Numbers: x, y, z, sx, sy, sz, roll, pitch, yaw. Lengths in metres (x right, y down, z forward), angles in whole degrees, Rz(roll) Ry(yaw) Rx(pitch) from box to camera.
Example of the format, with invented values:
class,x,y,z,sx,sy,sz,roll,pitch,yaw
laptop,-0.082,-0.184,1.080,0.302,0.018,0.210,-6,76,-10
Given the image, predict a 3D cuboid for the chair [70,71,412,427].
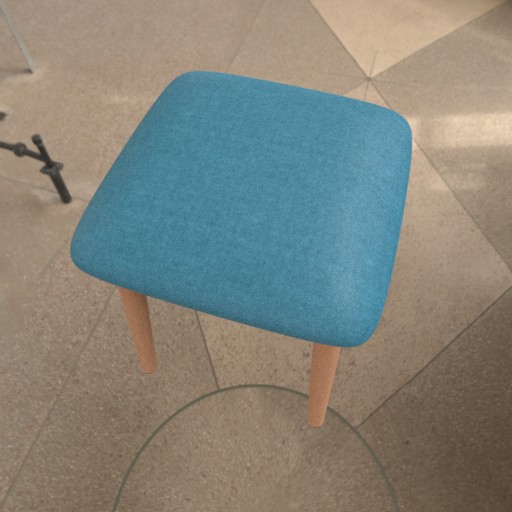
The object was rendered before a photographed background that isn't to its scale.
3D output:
class,x,y,z,sx,sy,sz,roll,pitch,yaw
chair,0.000,0.000,0.691,0.360,0.450,0.360,15,59,9
